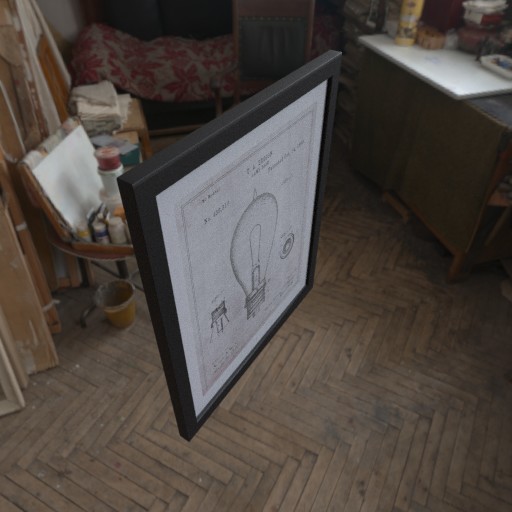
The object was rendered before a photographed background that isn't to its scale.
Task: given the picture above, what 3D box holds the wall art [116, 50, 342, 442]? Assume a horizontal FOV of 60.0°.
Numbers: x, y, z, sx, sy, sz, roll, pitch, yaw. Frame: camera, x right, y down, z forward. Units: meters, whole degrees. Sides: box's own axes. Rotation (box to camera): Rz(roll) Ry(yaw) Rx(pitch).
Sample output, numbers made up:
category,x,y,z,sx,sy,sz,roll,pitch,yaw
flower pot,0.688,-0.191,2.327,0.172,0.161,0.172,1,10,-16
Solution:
category,x,y,z,sx,sy,sz,roll,pitch,yaw
wall art,0.000,0.000,0.706,0.021,0.509,0.430,24,48,24
